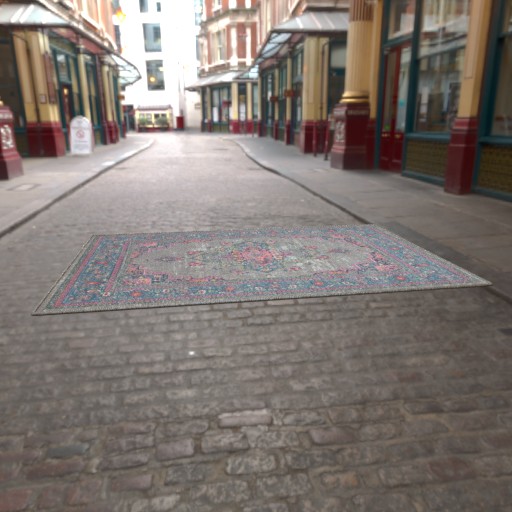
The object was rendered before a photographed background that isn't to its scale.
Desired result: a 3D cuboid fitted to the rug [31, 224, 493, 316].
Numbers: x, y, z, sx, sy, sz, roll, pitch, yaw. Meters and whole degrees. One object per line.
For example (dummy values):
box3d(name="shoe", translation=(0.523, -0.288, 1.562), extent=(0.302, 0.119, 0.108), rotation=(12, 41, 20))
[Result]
box3d(name="rug", translation=(0.000, 0.000, 2.178), extent=(1.748, 0.014, 1.144), rotation=(-3, 17, -9))
